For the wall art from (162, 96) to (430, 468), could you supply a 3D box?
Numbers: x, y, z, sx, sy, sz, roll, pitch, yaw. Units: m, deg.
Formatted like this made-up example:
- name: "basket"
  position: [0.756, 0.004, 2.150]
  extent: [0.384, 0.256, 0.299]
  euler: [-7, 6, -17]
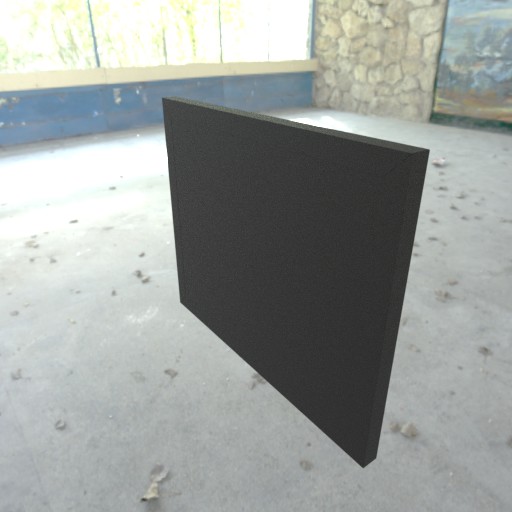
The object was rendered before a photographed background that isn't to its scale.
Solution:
- name: "wall art"
  position: [0.000, 0.000, 0.748]
  extent: [0.029, 0.457, 0.558]
  euler: [-18, 32, -32]
